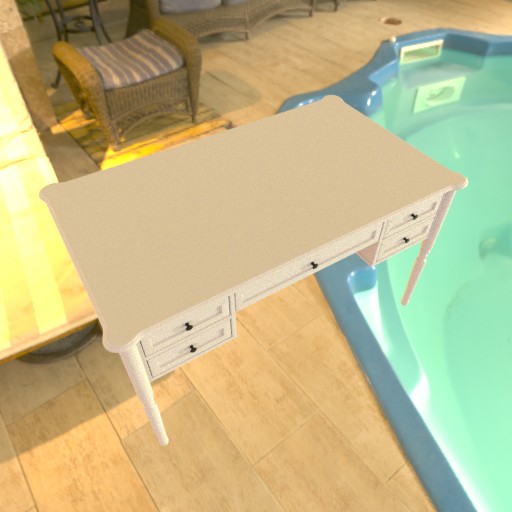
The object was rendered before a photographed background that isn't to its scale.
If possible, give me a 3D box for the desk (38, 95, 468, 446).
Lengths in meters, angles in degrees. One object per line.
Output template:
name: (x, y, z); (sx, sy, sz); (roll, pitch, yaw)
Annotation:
desk: (0.000, 0.000, 1.879); (1.380, 0.762, 0.807); (-24, 51, -21)
